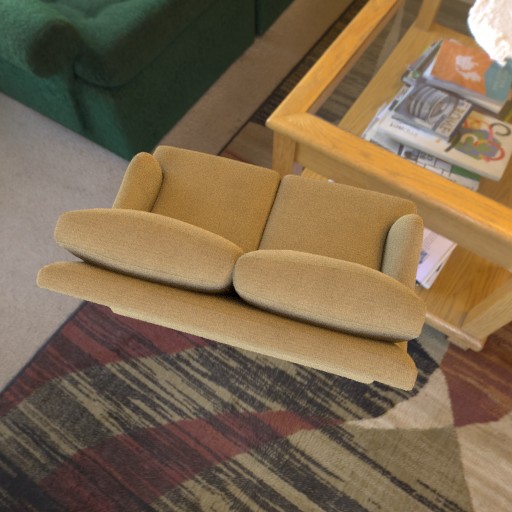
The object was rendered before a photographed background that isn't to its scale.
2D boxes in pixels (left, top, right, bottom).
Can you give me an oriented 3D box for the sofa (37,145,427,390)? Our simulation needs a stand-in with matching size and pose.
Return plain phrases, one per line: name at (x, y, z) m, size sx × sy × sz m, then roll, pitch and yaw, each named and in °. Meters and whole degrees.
sofa at (0.000, 0.000, 2.160) m, size 1.480 × 0.999 × 1.087 m, roll 14°, pitch 64°, yaw 7°
